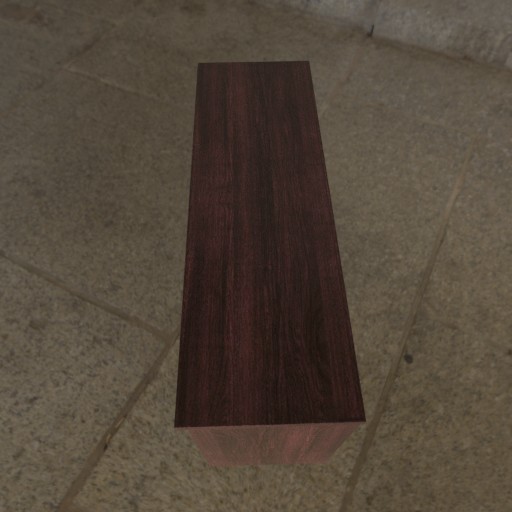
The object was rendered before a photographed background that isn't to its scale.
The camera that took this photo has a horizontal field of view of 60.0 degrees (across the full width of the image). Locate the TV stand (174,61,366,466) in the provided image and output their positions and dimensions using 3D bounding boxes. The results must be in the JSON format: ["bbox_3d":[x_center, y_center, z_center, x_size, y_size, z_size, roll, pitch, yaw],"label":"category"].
[{"bbox_3d":[0.000,0.000,1.460,0.404,0.614,1.192,-1,57,-1],"label":"TV stand"}]
